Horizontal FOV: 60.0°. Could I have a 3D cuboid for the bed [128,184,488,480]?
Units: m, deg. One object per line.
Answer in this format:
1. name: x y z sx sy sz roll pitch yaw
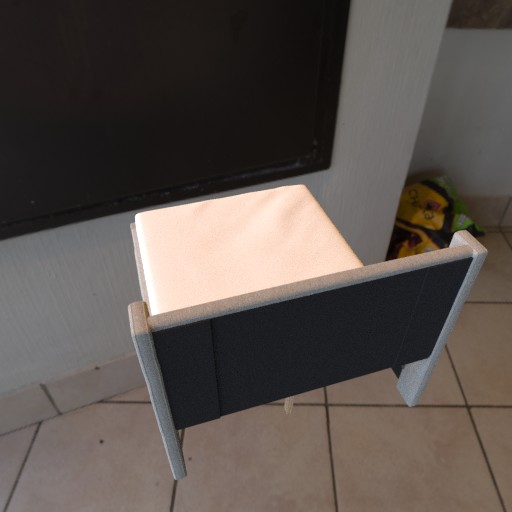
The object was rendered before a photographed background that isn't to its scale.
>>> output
1. bed: 0.000 0.000 3.309 1.774 1.491 2.222 -12 43 -13
